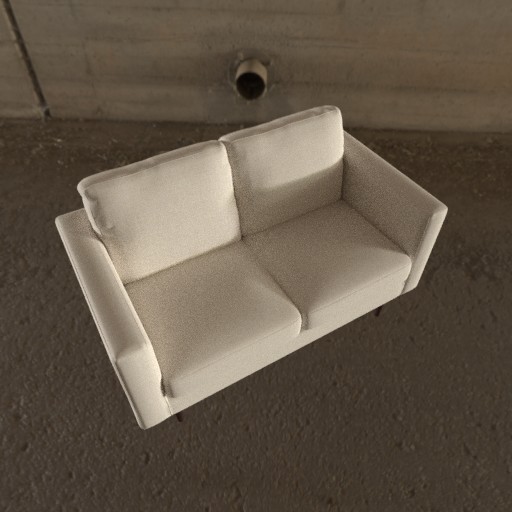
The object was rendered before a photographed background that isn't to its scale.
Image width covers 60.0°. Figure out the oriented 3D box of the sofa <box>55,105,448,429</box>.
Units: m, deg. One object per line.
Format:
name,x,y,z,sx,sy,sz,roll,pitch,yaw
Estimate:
sofa,0.000,0.000,1.961,1.430,0.908,0.796,-23,51,-20
